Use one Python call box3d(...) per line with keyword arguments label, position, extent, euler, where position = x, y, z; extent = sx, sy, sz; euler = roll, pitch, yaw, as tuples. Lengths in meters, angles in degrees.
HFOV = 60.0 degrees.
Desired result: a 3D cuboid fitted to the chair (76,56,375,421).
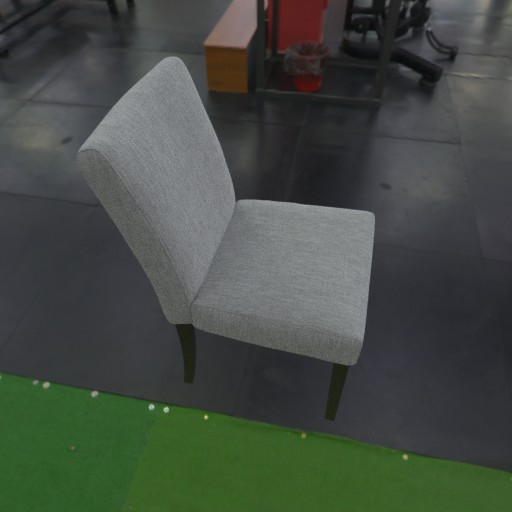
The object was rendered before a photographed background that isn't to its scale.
box3d(label="chair", position=(0.000, 0.000, 1.237), extent=(0.629, 0.884, 0.487), euler=(10, 48, 10))
